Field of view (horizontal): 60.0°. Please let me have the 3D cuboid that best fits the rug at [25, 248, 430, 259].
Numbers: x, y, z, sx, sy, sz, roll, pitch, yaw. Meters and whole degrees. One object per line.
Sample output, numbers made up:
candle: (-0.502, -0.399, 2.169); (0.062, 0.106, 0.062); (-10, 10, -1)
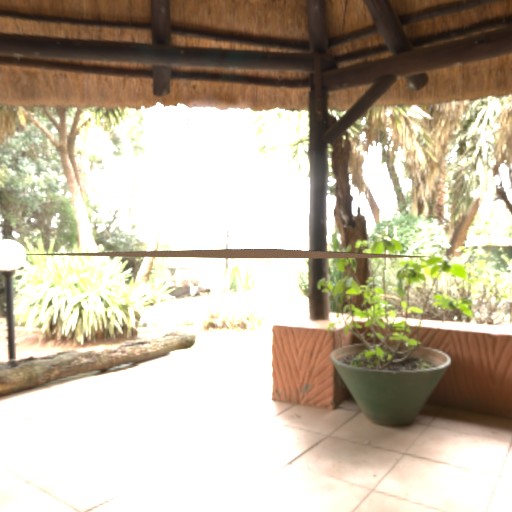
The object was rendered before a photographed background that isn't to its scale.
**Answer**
rug: (0.000, 0.000, 4.270); (2.443, 0.007, 3.200); (-1, -1, 36)
